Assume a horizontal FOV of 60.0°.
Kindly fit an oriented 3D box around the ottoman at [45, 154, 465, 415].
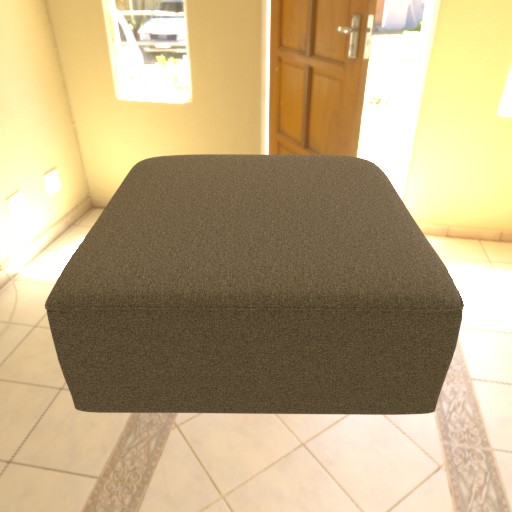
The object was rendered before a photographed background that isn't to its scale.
[{"bbox_3d":[0.000,0.000,1.538,1.015,0.464,1.005,0,32,0],"label":"ottoman"}]
